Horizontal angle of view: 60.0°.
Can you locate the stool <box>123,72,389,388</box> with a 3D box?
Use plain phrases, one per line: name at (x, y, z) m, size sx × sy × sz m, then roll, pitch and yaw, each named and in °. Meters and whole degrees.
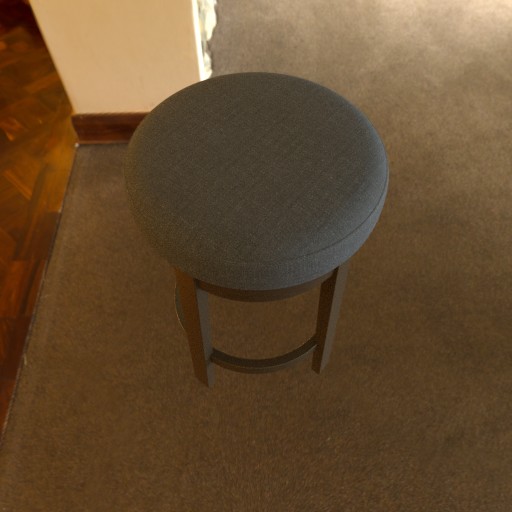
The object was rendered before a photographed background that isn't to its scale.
stool at (0.000, 0.000, 0.960) m, size 0.449 × 0.655 × 0.449 m, roll 0°, pitch 57°, yaw 0°
